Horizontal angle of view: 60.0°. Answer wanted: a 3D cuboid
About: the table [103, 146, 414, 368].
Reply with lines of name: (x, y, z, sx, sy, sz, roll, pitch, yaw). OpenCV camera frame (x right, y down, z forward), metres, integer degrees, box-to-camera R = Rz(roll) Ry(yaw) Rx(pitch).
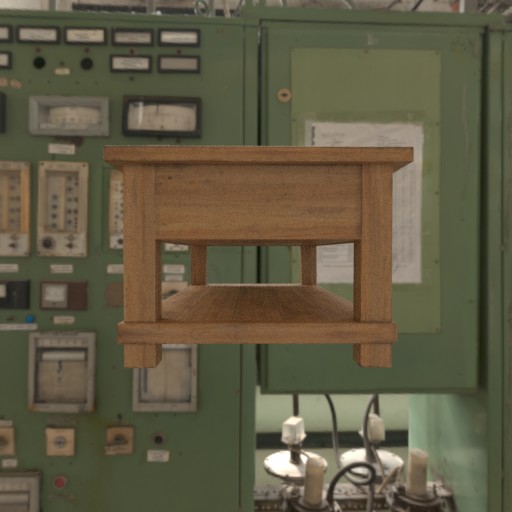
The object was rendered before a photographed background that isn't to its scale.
table: (0.000, 0.000, 1.603, 0.693, 0.494, 1.270, 0, 1, -1)
